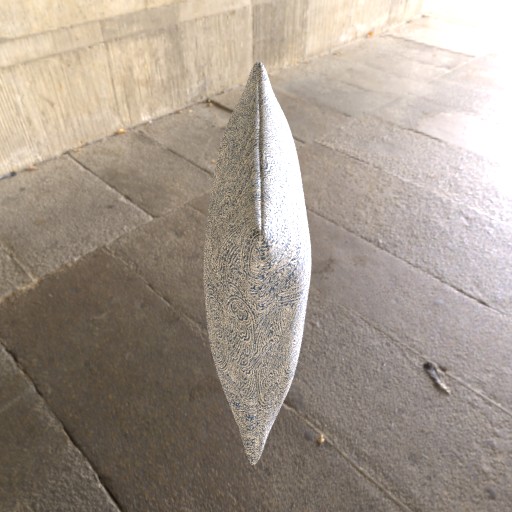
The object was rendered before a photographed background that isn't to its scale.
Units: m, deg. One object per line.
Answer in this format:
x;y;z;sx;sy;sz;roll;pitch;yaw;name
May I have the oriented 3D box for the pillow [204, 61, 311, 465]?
0.000;0.000;0.789;0.166;0.510;0.523;0;41;0;pillow
